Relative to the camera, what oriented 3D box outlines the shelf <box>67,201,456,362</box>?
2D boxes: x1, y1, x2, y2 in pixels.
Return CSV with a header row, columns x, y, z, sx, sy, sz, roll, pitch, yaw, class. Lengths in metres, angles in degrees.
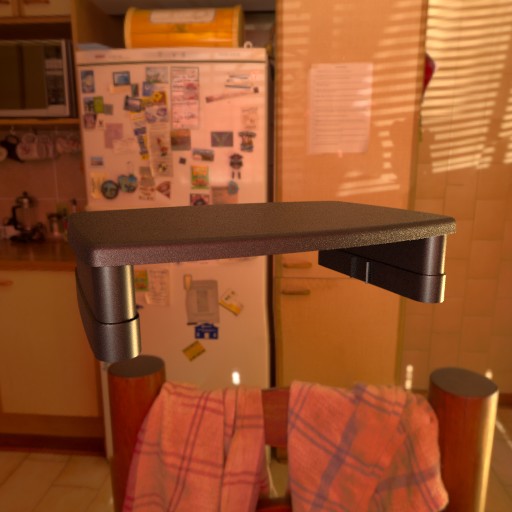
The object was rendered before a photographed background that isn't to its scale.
x,y,z,sx,sy,sz,roll,pitch,yaw,class
0.000,0.000,0.530,0.410,0.100,0.280,-6,13,-25,shelf
